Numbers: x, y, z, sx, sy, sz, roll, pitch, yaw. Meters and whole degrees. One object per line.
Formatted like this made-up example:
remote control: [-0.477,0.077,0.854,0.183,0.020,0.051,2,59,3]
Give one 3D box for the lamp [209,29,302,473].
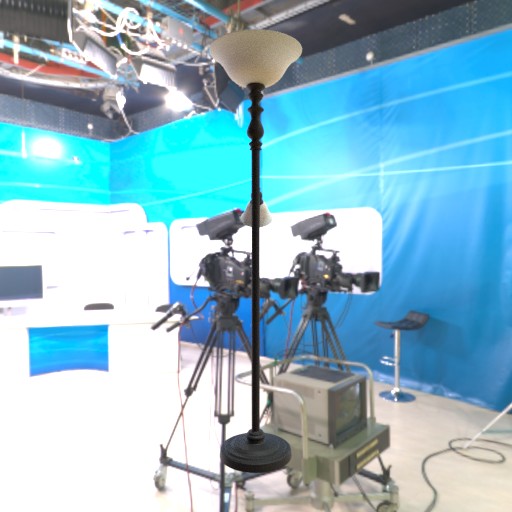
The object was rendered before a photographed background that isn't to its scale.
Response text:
lamp: [0.000,0.000,2.053,0.405,1.793,0.588,0,1,1]
